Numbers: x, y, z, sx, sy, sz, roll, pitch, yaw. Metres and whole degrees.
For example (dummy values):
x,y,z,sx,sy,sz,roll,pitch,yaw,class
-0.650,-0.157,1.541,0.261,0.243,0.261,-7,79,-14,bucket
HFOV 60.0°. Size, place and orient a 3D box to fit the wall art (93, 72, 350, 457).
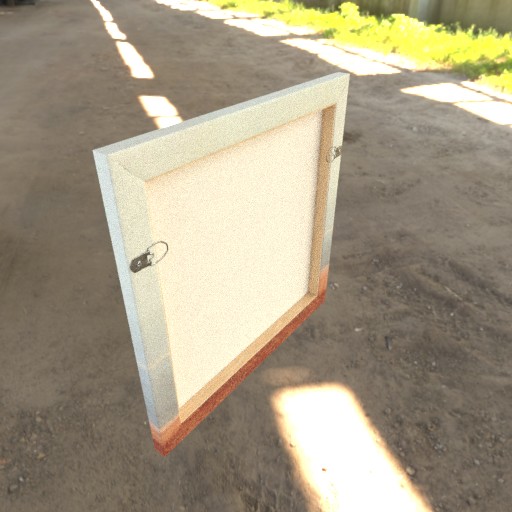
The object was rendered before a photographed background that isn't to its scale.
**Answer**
x,y,z,sx,sy,sz,roll,pitch,yaw,class
0.000,0.000,0.598,0.023,0.405,0.405,23,40,31,wall art
